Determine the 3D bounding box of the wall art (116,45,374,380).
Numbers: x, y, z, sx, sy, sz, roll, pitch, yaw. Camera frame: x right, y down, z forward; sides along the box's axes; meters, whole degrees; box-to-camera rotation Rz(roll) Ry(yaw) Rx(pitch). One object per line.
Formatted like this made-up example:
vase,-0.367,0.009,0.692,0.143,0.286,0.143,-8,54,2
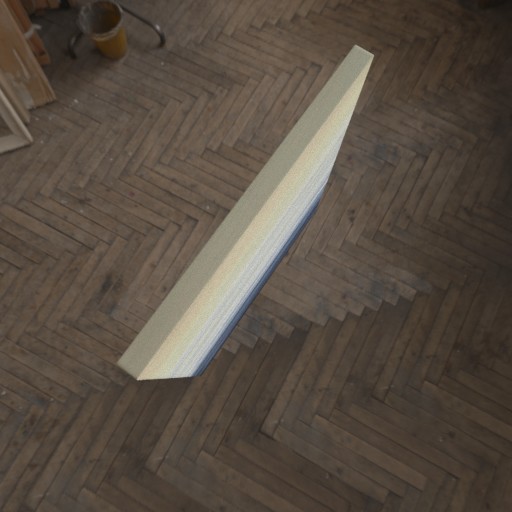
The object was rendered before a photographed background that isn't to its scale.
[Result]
wall art,0.000,0.000,0.987,0.041,0.710,0.608,34,78,8
